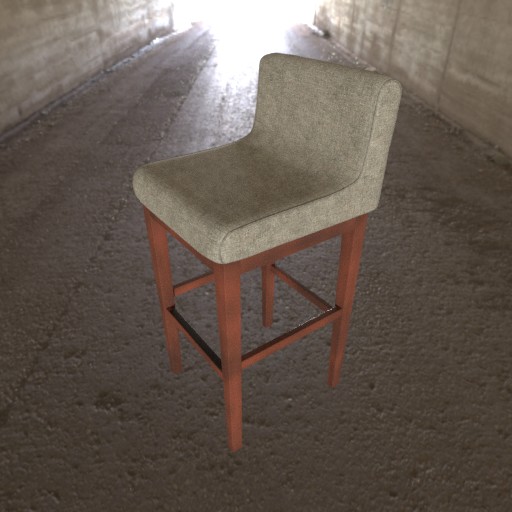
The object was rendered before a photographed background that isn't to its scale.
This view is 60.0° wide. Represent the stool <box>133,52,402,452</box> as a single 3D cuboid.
[{"bbox_3d":[0.000,0.000,1.231,0.499,0.965,0.426,-22,39,-30],"label":"stool"}]
